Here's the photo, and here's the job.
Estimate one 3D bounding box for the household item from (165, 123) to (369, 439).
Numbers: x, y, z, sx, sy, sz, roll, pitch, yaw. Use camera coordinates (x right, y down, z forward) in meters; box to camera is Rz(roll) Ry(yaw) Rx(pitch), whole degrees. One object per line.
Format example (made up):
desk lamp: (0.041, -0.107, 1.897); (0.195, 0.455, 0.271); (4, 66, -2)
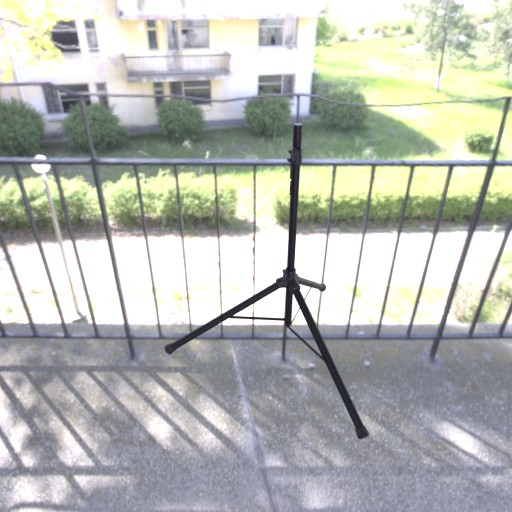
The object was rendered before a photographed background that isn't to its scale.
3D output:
household item: (0.000, 0.000, 1.923); (0.907, 1.136, 1.045); (0, 33, -1)
